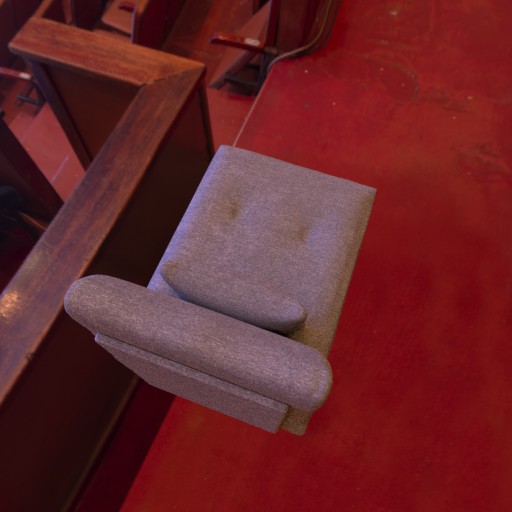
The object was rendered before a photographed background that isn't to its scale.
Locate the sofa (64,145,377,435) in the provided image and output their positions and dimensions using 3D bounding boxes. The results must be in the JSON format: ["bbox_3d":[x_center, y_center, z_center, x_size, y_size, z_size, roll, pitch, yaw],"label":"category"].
[{"bbox_3d":[0.000,0.000,1.561,0.700,0.820,1.000,18,66,9],"label":"sofa"}]
